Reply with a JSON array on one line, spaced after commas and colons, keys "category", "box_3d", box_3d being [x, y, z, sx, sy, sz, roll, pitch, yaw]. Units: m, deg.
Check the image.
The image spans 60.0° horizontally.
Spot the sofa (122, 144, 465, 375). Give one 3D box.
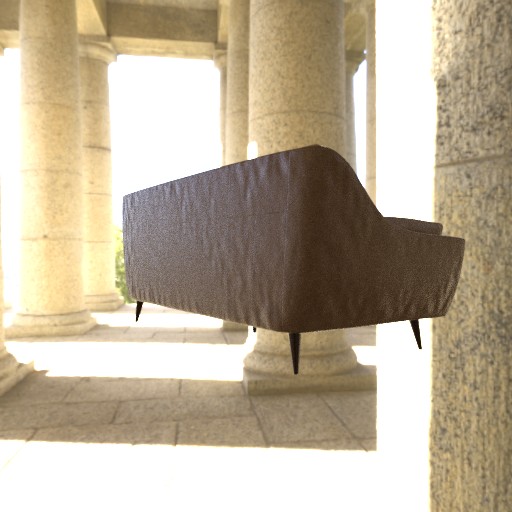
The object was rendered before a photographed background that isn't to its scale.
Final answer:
[{"category": "sofa", "box_3d": [0.000, 0.000, 2.419, 0.904, 0.839, 1.902, 0, 1, -37]}]
